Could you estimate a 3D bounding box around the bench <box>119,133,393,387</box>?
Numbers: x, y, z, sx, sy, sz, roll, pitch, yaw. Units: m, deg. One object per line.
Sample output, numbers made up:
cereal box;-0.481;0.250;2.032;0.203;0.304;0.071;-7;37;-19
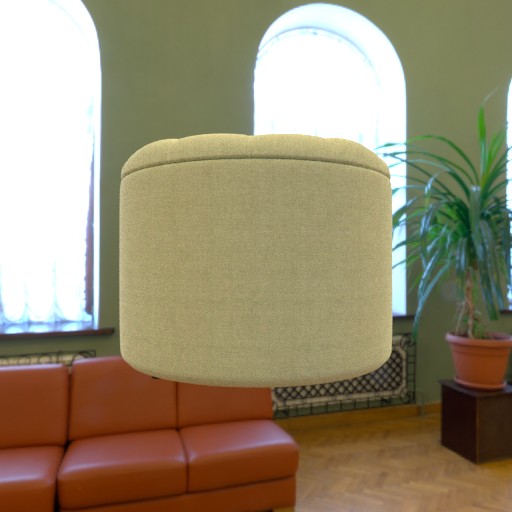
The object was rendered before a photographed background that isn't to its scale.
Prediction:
bench;0.000;0.000;1.020;0.600;0.453;0.600;0;0;0
